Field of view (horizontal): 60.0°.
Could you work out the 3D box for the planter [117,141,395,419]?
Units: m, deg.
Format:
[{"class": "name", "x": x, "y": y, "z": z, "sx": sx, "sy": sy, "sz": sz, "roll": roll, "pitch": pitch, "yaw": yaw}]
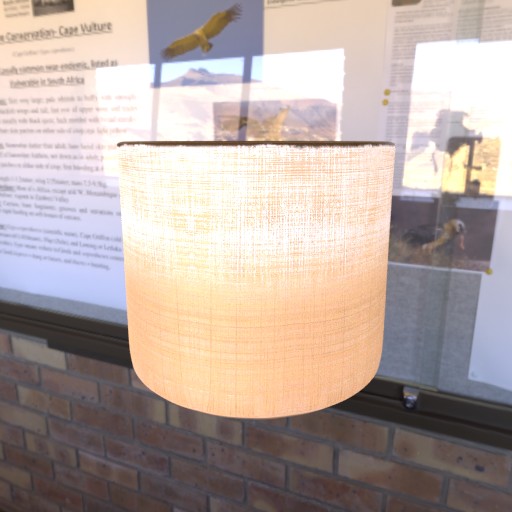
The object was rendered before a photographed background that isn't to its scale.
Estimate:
[{"class": "planter", "x": 0.000, "y": 0.000, "z": 0.441, "sx": 0.254, "sy": 0.221, "sz": 0.254, "roll": 0, "pitch": 15, "yaw": 0}]
